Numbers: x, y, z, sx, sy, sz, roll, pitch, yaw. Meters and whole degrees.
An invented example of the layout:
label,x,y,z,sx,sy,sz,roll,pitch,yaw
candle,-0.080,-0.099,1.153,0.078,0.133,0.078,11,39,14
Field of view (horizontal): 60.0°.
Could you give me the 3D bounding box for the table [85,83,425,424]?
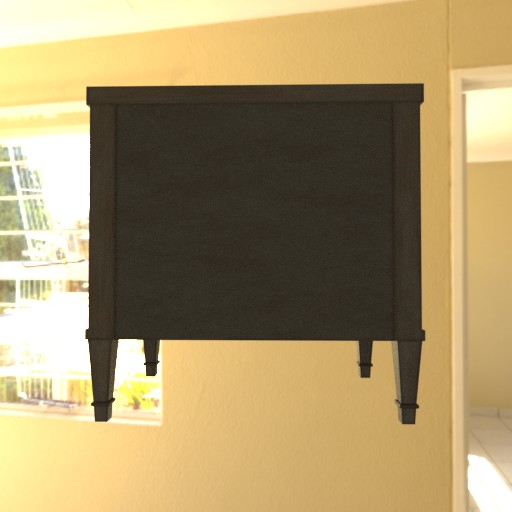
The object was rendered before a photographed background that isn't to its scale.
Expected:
label,x,y,z,sx,sy,sz,roll,pitch,yaw
table,0.000,0.000,1.064,0.660,0.660,0.413,0,-1,1
